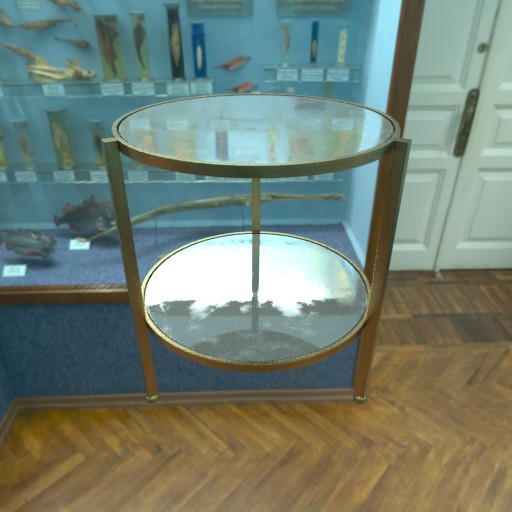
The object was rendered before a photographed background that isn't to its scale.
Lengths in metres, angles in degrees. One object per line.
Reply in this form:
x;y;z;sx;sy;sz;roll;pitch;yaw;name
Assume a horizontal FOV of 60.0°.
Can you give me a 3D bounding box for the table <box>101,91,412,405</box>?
0.000;0.000;0.441;0.231;0.269;0.243;0;30;0;table
